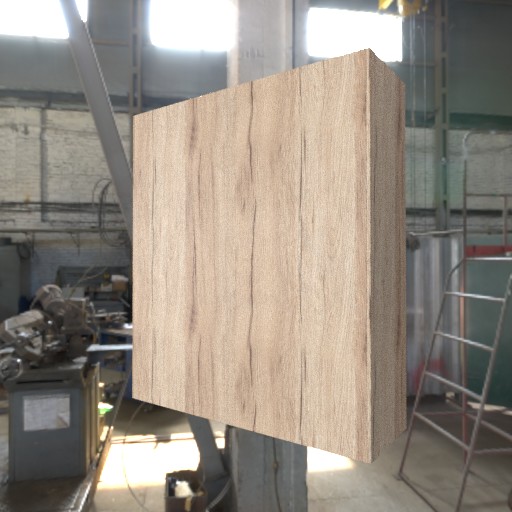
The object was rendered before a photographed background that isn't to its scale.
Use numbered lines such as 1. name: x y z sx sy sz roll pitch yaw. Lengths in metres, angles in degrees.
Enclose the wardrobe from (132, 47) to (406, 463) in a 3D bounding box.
1. wardrobe: 0.000 0.000 2.959 1.810 2.070 0.580 0 -1 36
